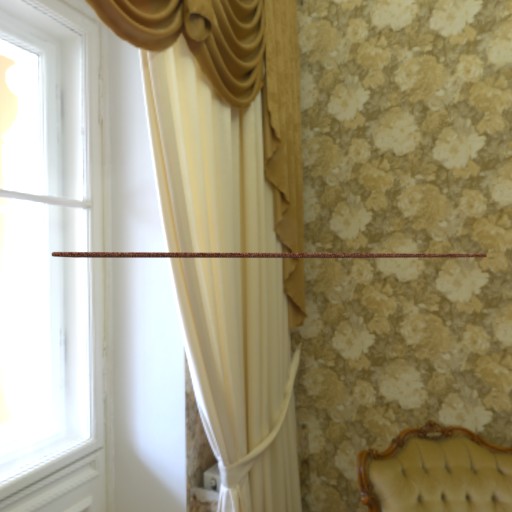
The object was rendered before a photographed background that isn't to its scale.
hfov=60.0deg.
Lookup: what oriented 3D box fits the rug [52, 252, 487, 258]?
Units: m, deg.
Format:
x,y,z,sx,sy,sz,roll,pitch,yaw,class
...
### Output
x,y,z,sx,sy,sz,roll,pitch,yaw,class
0.000,0.000,2.314,1.829,0.016,1.219,0,0,-19,rug
